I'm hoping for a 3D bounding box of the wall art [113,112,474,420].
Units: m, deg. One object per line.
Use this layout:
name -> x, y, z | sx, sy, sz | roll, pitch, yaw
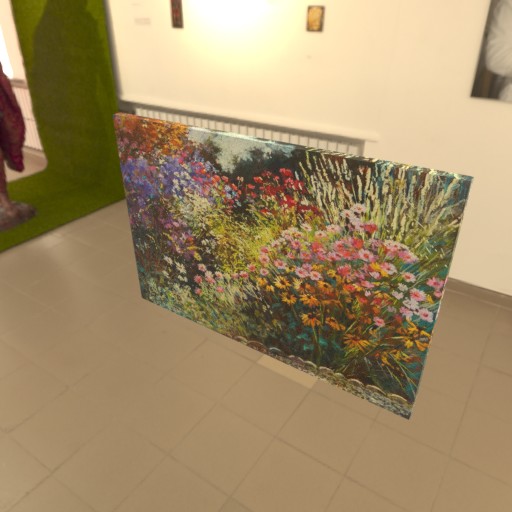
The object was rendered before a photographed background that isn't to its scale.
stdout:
wall art -> 0.000, 0.000, 1.431 | 1.136, 0.760, 0.042 | 19, 35, 29
